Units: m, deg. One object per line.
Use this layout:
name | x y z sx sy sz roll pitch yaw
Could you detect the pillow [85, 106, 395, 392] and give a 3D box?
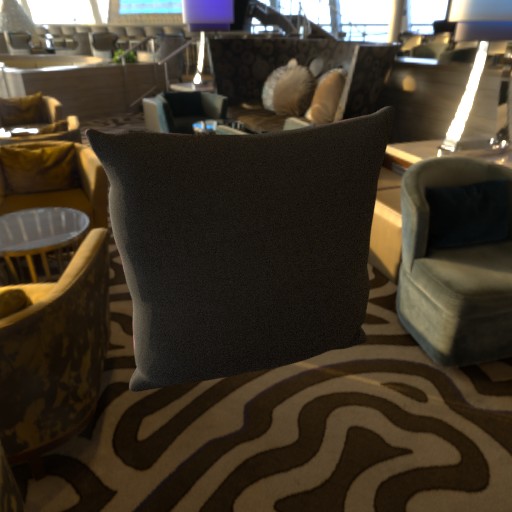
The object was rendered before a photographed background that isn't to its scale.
pillow | 0.000 0.000 0.794 0.503 0.496 0.208 -8 29 -15
